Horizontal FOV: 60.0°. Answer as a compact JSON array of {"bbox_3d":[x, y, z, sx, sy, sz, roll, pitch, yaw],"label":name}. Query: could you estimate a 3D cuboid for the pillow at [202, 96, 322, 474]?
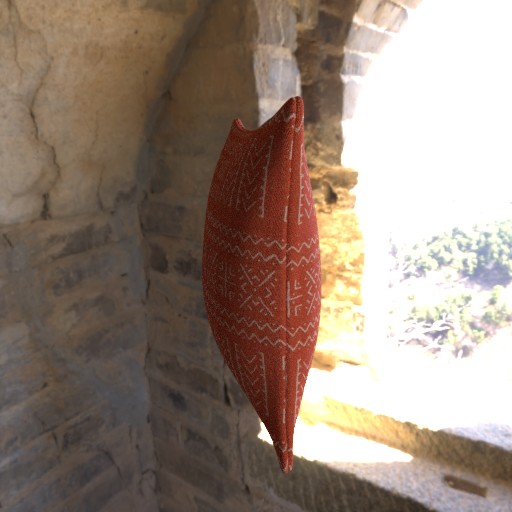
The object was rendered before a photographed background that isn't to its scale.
[{"bbox_3d":[0.000,0.000,0.682,0.164,0.429,0.438,-3,15,-10],"label":"pillow"}]
